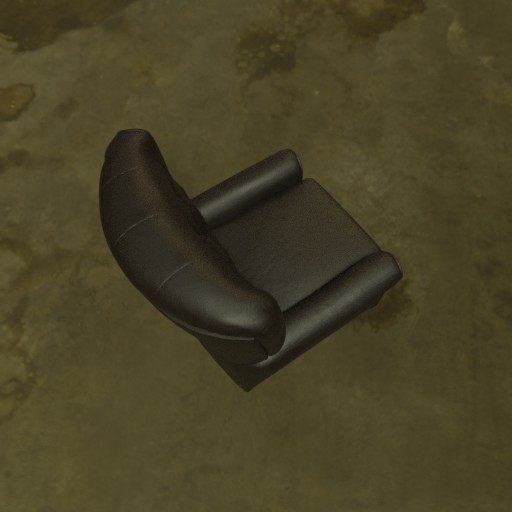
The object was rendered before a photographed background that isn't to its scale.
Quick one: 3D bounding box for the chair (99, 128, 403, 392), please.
[{"bbox_3d":[0.000,0.000,1.954,1.058,1.158,0.948,-30,65,-16],"label":"chair"}]
